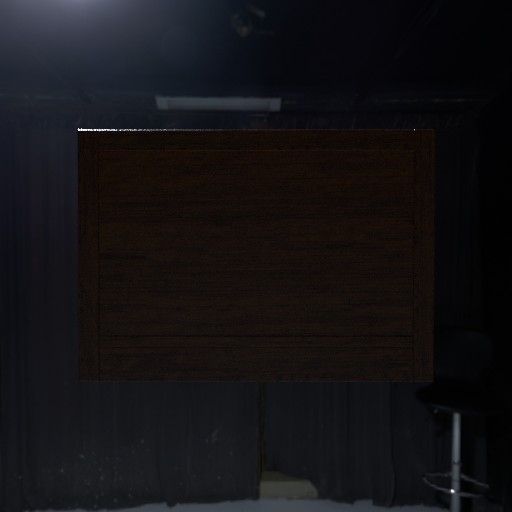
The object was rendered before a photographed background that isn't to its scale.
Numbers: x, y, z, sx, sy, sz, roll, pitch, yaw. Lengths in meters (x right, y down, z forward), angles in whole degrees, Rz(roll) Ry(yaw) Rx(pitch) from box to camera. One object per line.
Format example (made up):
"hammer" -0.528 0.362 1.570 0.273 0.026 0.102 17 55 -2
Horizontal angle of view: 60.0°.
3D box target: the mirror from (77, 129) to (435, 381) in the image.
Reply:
"mirror" 0.000 0.000 0.984 0.758 0.537 0.084 0 1 0
